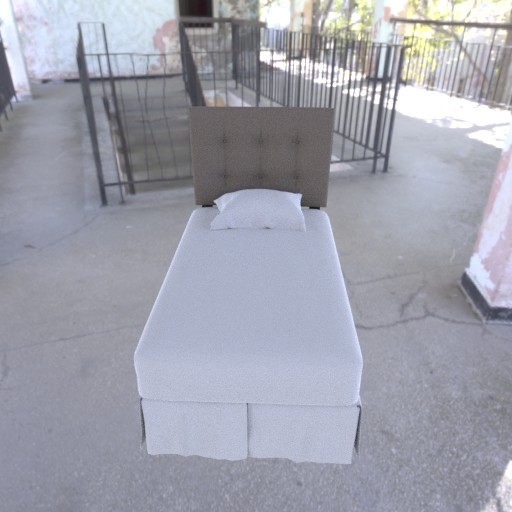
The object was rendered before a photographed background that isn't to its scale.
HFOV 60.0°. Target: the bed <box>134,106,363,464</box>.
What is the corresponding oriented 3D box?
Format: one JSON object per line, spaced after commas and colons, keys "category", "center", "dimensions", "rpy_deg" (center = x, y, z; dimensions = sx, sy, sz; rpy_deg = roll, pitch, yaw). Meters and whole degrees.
{"category": "bed", "center": [0.000, 0.000, 2.988], "dimensions": [1.261, 1.571, 1.997], "rpy_deg": [1, 30, 2]}
